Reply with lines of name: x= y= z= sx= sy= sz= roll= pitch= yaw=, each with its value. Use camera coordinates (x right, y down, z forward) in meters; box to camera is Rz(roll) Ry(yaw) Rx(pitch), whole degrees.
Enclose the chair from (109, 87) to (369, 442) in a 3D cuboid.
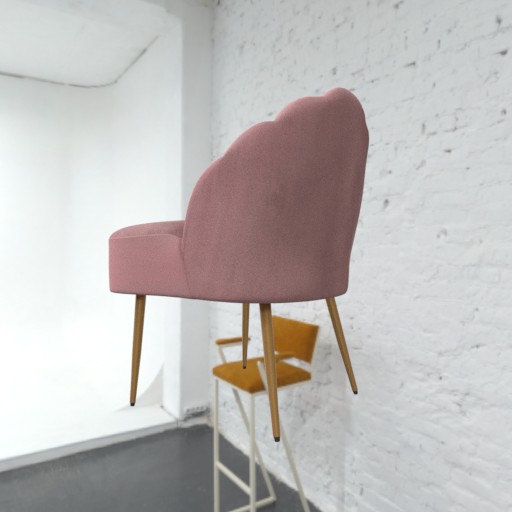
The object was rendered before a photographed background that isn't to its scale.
chair: x=0.000 y=0.000 z=1.271 sx=0.599 sy=0.819 sz=0.657 roll=0 pitch=0 yaw=36
